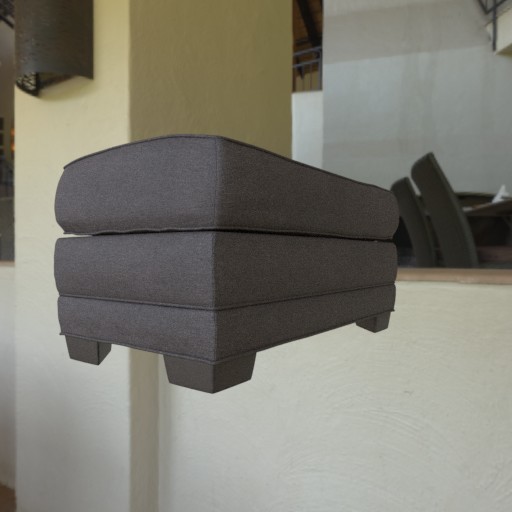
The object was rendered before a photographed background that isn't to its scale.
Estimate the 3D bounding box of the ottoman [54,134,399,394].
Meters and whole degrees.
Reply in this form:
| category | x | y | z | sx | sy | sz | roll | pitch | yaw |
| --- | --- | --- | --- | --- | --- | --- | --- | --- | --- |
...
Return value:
| category | x | y | z | sx | sy | sz | roll | pitch | yaw |
| --- | --- | --- | --- | --- | --- | --- | --- | --- | --- |
| ottoman | 0.000 | 0.000 | 1.158 | 0.490 | 0.448 | 0.864 | 0 | 0 | 36 |
